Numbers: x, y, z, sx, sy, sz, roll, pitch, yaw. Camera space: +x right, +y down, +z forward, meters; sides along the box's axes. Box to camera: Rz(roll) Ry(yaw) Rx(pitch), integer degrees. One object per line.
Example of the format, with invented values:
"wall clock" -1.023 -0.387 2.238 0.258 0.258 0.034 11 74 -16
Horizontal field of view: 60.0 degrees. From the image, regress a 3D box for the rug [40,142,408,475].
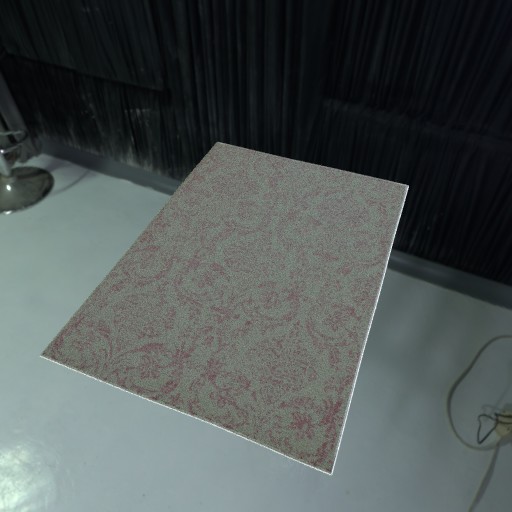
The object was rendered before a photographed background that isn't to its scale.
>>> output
"rug" 0.000 0.000 2.847 1.598 0.014 2.202 16 49 15
